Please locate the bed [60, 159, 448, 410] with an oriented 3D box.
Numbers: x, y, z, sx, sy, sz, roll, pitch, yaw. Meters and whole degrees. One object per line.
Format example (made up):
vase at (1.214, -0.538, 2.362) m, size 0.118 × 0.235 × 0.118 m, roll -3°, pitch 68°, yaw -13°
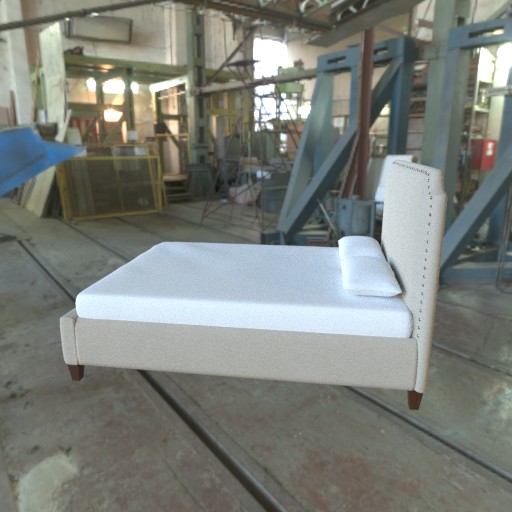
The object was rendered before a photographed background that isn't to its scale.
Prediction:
bed at (0.000, 0.000, 3.470) m, size 2.372 × 1.443 × 1.713 m, roll 2°, pitch 15°, yaw 8°
